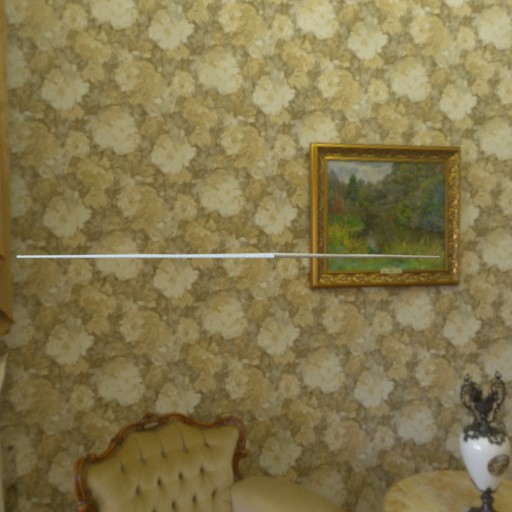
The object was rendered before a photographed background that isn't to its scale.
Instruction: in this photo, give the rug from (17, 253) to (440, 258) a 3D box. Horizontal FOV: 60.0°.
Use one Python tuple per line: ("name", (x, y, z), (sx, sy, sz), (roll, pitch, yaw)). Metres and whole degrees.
("rug", (0.000, 0.000, 3.795), (2.311, 0.032, 2.921), (0, 0, 36))
